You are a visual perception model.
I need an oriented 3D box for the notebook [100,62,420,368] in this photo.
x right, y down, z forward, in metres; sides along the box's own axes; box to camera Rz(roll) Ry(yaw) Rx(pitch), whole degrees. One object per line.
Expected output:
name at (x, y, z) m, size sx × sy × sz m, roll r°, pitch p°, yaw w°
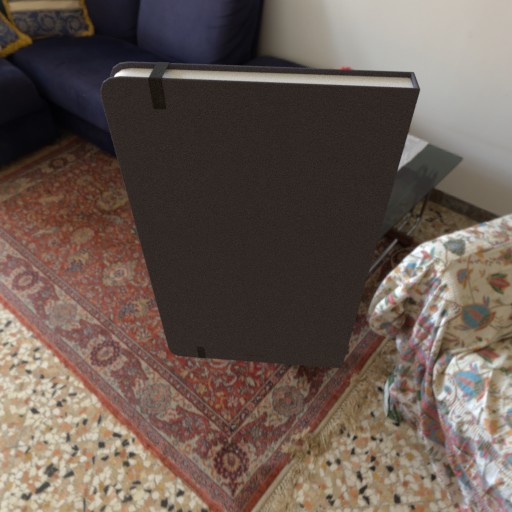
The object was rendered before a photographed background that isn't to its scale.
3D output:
notebook at (0.000, 0.000, 0.255) m, size 0.127 × 0.213 × 0.016 m, roll 3°, pitch 47°, yaw 3°
